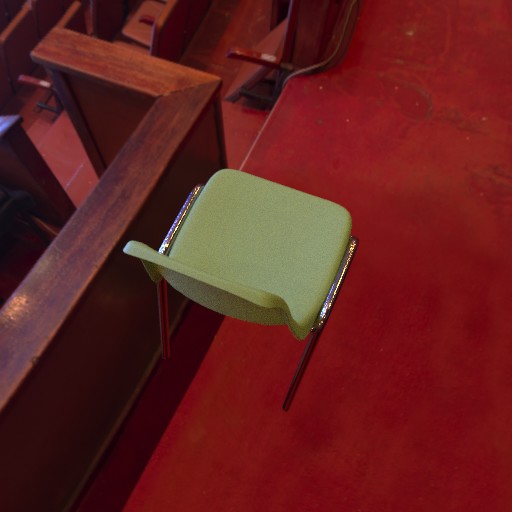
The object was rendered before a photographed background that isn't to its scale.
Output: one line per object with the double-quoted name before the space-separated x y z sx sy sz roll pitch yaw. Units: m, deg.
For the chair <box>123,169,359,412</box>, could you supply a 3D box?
"chair" 0.000 0.000 0.933 0.381 0.653 0.436 20 64 10
